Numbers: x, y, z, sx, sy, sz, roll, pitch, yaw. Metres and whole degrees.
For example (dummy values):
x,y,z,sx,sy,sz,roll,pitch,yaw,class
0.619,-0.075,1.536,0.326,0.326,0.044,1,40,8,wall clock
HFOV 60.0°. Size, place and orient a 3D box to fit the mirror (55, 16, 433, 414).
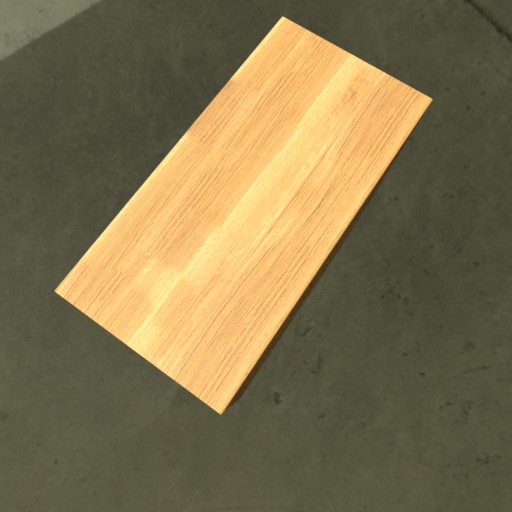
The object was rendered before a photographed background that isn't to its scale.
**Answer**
x,y,z,sx,sy,sz,roll,pitch,yaw,class
0.000,0.000,1.399,0.400,1.000,0.800,34,77,9,mirror
